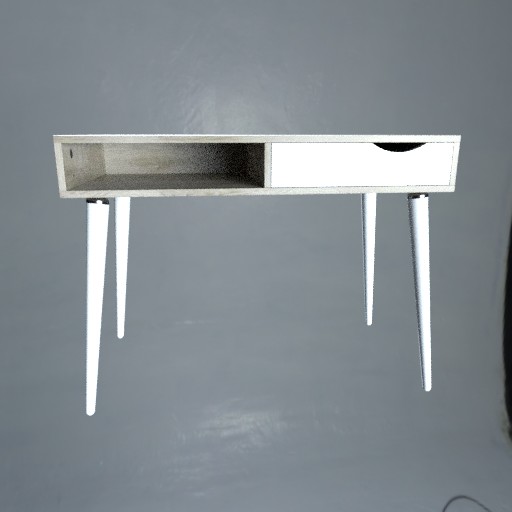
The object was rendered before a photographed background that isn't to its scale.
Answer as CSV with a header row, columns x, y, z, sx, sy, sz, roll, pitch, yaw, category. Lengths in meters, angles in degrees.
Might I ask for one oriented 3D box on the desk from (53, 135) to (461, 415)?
x,y,z,sx,sy,sz,roll,pitch,yaw,category
0.000,0.000,1.375,0.979,0.723,0.491,-2,15,-7,desk
